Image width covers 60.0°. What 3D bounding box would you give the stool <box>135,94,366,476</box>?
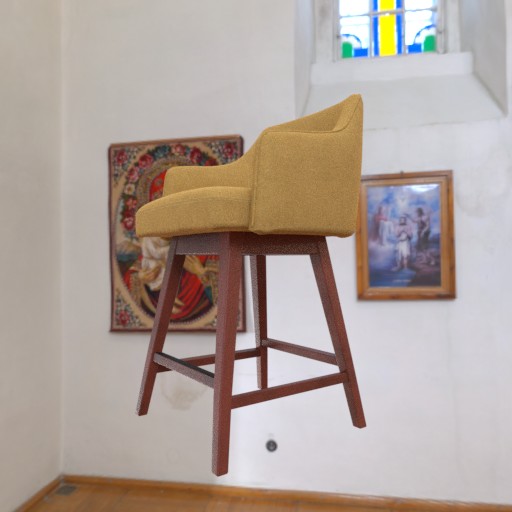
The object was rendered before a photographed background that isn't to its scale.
[{"bbox_3d":[0.000,0.000,1.268,0.558,0.924,0.548,0,0,-36],"label":"stool"}]
